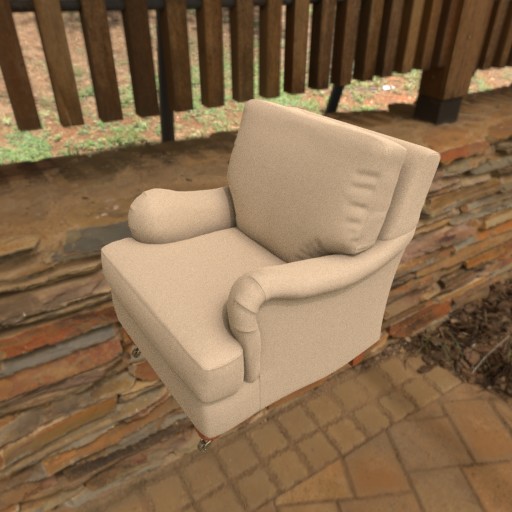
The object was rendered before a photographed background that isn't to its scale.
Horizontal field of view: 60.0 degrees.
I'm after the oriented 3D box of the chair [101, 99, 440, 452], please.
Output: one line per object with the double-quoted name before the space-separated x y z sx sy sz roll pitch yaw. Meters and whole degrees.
"chair" 0.000 0.000 1.849 1.078 1.076 0.895 -22 38 -30
